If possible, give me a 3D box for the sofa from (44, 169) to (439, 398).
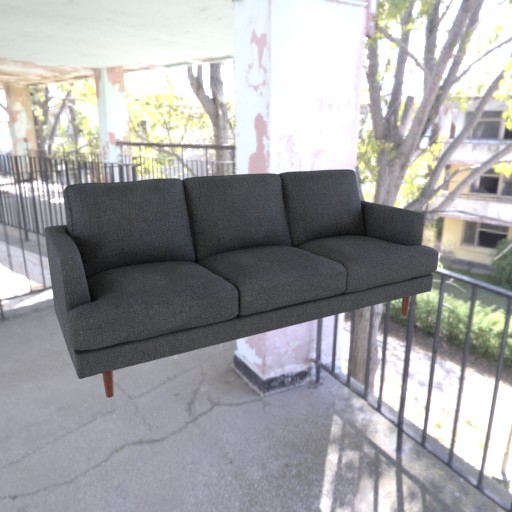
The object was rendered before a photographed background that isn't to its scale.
[{"bbox_3d":[0.000,0.000,2.682,2.246,0.930,0.903,-9,18,-28],"label":"sofa"}]
